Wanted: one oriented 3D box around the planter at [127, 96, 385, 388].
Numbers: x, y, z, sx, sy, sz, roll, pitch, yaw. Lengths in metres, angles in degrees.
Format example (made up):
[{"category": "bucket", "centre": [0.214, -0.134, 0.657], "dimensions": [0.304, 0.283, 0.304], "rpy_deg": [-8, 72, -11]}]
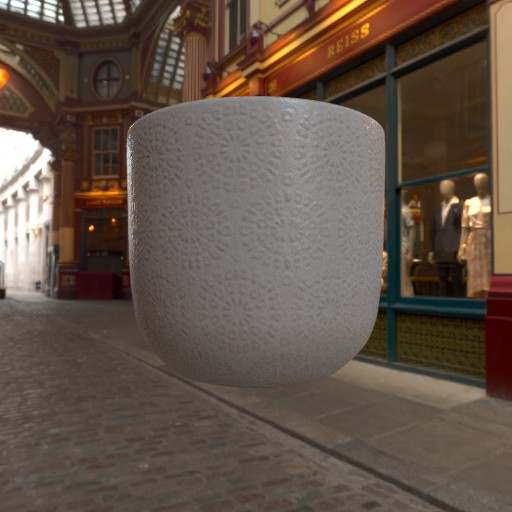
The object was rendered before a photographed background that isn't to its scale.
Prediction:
[{"category": "planter", "centre": [0.000, 0.000, 0.370], "dimensions": [0.208, 0.190, 0.208], "rpy_deg": [0, -1, 0]}]
